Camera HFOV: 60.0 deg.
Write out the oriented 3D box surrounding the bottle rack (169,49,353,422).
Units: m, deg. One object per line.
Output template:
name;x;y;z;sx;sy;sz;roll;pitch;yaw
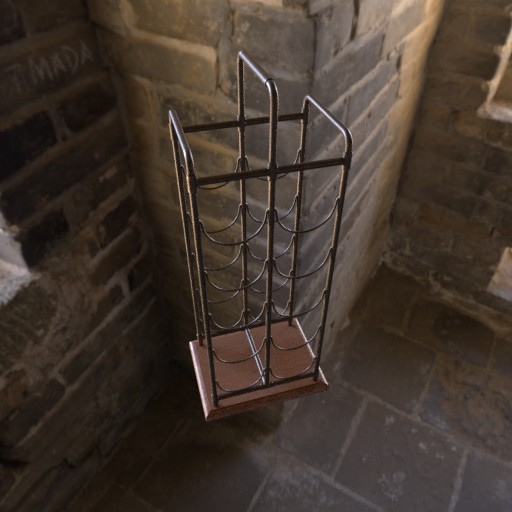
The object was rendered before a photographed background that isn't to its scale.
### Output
bottle rack;0.000;0.000;0.815;0.276;0.680;0.208;-11;41;-12
